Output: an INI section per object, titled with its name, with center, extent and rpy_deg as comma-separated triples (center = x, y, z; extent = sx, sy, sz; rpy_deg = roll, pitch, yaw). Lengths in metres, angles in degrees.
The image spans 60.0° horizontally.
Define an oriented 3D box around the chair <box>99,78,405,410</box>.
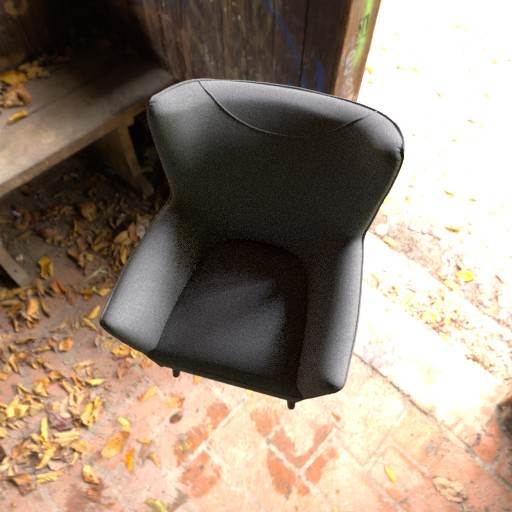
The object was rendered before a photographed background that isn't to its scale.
[chair]
center = 0.000, 0.000, 1.595
extent = 0.781, 0.933, 0.888
rpy_deg = 13, 59, 8
